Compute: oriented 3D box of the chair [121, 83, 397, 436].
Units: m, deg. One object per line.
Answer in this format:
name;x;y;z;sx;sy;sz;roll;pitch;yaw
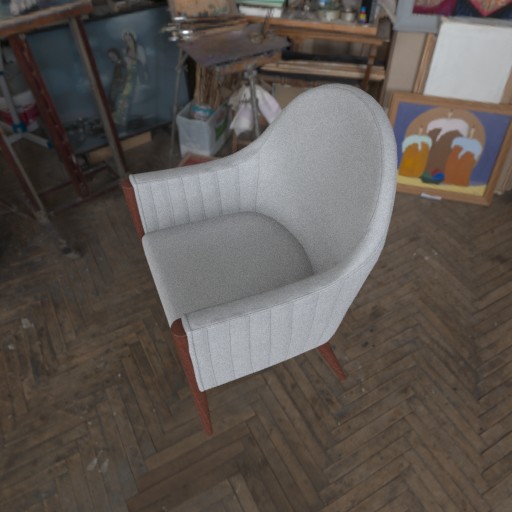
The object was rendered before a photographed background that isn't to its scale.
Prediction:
chair;0.000;0.000;1.316;0.620;0.889;0.610;-17;50;-15
